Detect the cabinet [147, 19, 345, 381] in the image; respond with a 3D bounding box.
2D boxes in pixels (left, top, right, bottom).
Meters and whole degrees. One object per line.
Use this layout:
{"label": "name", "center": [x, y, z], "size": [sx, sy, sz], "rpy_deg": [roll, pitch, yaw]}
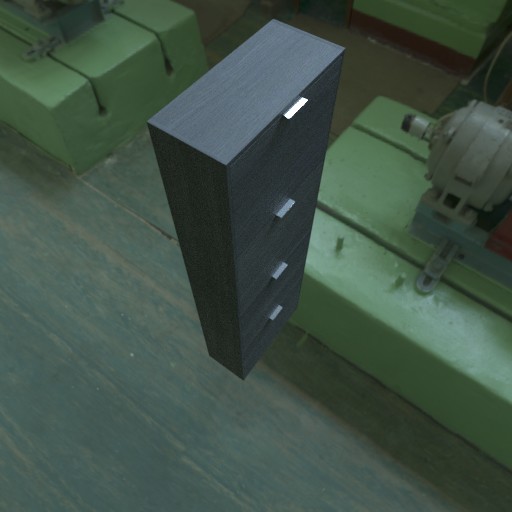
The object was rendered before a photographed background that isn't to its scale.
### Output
{"label": "cabinet", "center": [0.000, 0.000, 1.798], "size": [0.255, 1.630, 0.520], "rpy_deg": [32, 63, 18]}
